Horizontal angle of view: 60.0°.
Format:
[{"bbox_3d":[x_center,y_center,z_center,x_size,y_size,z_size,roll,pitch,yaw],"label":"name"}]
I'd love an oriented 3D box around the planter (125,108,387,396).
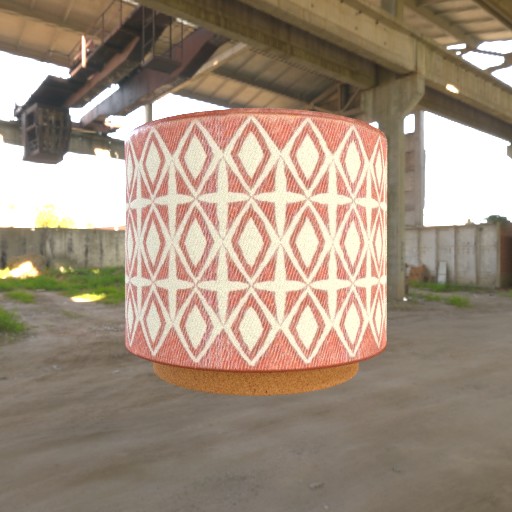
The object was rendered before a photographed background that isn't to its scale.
[{"bbox_3d":[0.000,0.000,0.483,0.273,0.237,0.273,0,1,0],"label":"planter"}]
